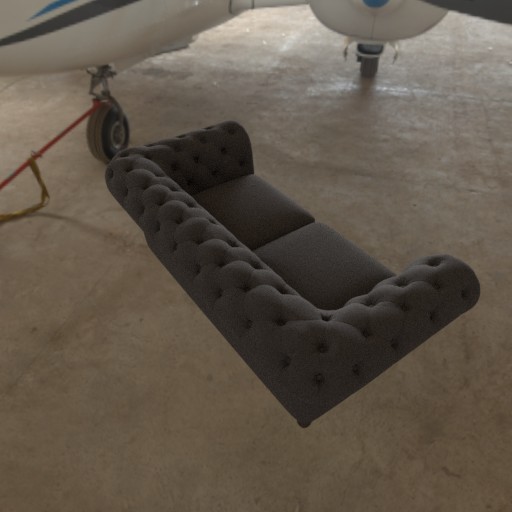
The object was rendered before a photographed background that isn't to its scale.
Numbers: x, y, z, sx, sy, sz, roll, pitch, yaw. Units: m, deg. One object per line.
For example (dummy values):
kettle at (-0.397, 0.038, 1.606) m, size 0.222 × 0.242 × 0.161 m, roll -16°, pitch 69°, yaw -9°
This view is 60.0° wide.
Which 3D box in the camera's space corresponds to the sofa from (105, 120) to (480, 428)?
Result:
sofa at (0.000, 0.000, 2.454) m, size 0.986 × 0.764 × 1.998 m, roll -26°, pitch 47°, yaw -26°
